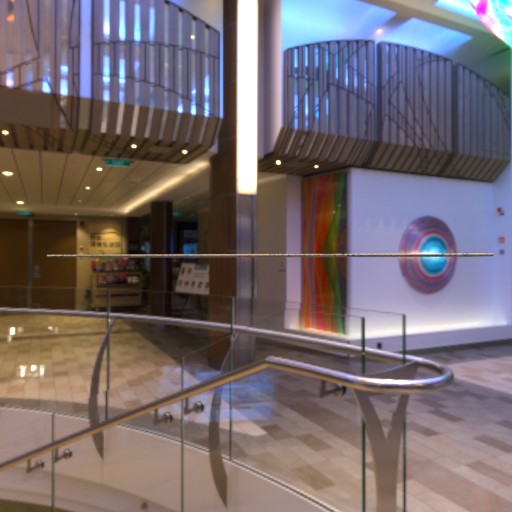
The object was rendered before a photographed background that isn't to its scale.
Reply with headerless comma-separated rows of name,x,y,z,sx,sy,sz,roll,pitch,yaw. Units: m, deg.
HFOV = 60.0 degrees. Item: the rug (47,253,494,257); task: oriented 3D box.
rug,0.000,0.000,2.692,2.452,0.012,0.775,0,0,18
